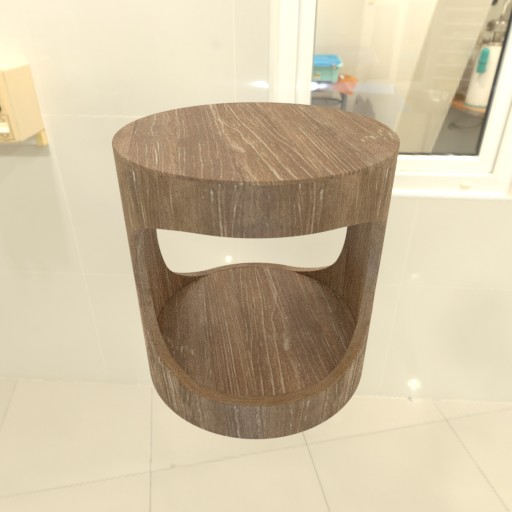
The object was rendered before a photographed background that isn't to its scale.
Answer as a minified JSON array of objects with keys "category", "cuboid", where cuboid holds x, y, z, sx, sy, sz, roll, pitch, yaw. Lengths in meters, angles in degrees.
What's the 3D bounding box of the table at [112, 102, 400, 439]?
[{"category":"table","cuboid":[0.000,0.000,0.981,0.527,0.551,0.527,0,31,0]}]
